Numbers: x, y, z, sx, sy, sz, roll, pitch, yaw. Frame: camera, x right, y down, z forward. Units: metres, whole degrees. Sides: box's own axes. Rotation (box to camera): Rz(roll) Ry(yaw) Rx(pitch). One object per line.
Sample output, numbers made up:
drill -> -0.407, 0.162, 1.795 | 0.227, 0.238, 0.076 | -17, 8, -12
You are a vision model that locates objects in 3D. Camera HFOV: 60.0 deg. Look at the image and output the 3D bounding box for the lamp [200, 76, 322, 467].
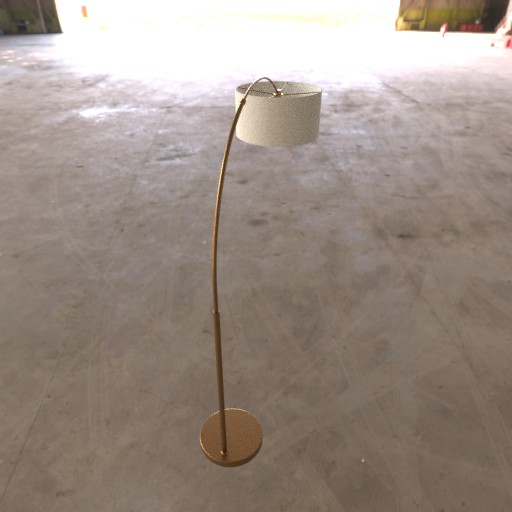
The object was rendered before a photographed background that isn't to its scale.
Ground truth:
lamp -> 0.000, 0.000, 2.578 | 0.493, 1.927, 1.434 | 8, 32, 14
